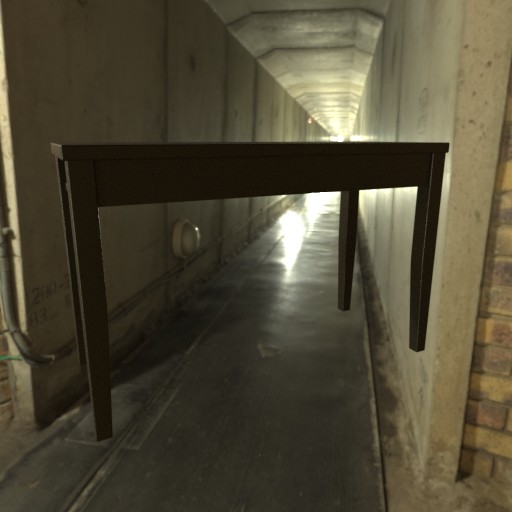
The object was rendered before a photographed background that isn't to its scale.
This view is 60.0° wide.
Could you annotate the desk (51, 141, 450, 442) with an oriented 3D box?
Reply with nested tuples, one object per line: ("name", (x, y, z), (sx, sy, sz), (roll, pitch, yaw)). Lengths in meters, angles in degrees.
("desk", (0.000, 0.000, 1.563), (1.220, 0.775, 0.508), (-7, 17, -25))
